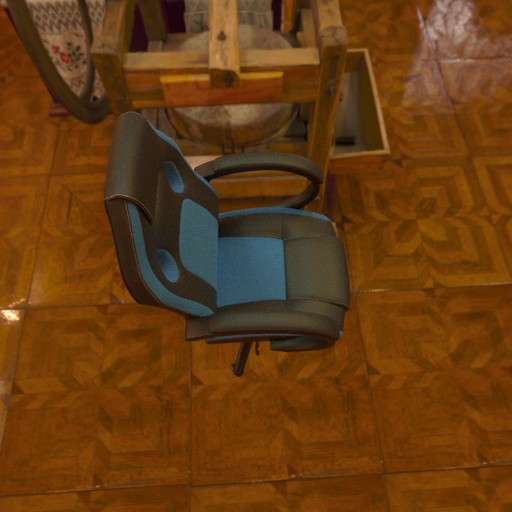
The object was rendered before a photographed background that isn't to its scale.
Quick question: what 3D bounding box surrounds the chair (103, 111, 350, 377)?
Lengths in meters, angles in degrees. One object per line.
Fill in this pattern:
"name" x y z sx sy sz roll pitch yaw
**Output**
"chair" 0.000 0.000 1.593 0.724 1.187 0.673 -1 64 0
